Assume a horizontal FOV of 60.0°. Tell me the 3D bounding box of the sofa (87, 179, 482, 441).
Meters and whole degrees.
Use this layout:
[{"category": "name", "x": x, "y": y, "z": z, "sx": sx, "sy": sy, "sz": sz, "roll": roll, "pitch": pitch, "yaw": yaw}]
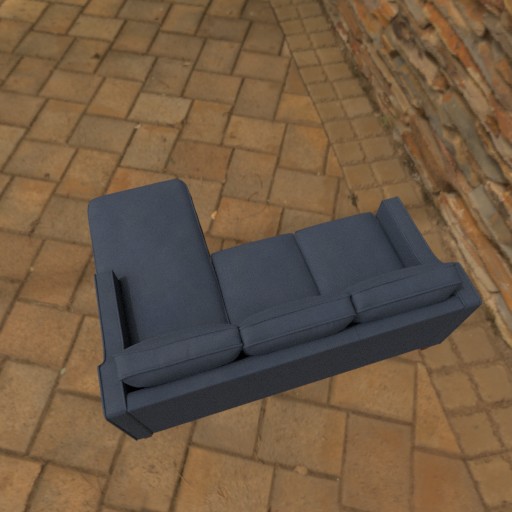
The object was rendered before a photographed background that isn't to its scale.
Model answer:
[{"category": "sofa", "x": 0.000, "y": 0.000, "z": 3.264, "sx": 2.317, "sy": 1.066, "sz": 1.858, "roll": -15, "pitch": 60, "yaw": -9}]
